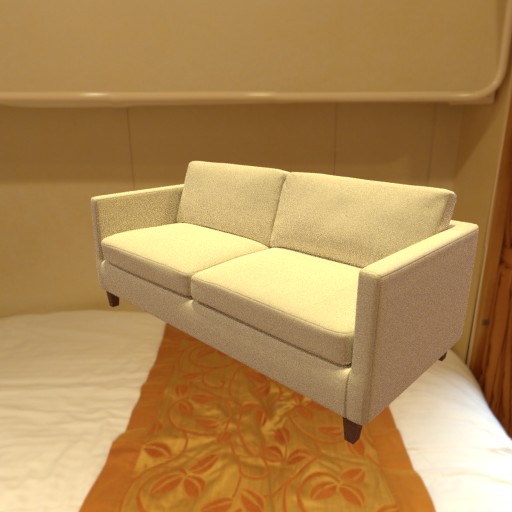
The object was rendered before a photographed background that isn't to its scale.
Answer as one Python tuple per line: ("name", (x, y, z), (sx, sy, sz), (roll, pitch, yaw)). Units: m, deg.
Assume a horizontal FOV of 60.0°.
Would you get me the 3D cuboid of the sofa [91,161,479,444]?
("sofa", (0.000, 0.000, 2.440), (1.981, 0.889, 0.965), (16, 24, 41))
